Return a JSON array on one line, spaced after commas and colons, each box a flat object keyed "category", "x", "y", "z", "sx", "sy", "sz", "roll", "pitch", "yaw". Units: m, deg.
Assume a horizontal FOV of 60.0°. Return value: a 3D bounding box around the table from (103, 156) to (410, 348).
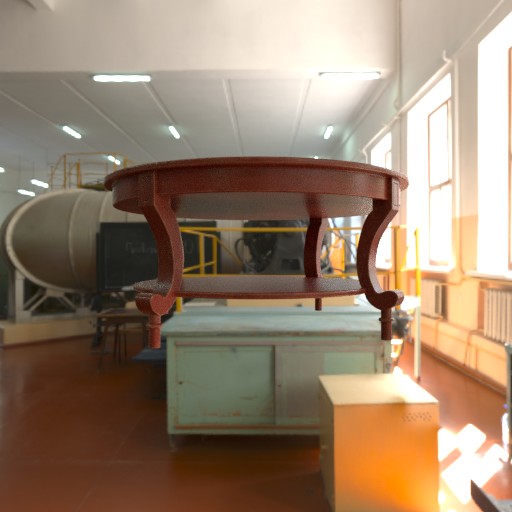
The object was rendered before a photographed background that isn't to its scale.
[{"category": "table", "x": 0.000, "y": 0.000, "z": 1.571, "sx": 1.029, "sy": 0.486, "sz": 1.029, "roll": 0, "pitch": 0, "yaw": 0}]
